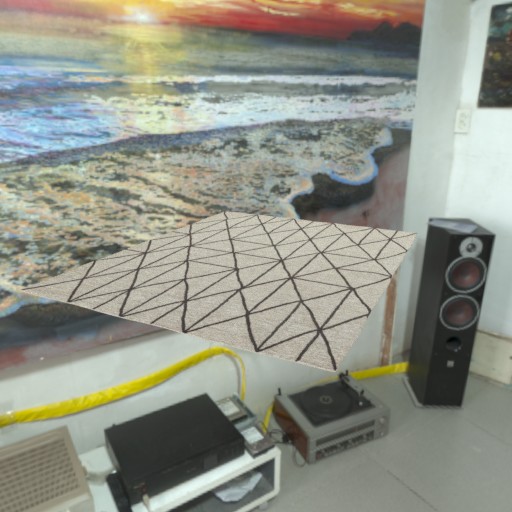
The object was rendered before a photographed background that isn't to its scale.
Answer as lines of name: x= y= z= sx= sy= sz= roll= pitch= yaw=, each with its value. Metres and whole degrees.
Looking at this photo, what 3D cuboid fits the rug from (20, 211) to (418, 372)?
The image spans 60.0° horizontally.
rug: x=0.000 y=0.000 z=4.098 sx=2.468 sy=0.022 sz=3.061 roll=9 pitch=20 yaw=25
